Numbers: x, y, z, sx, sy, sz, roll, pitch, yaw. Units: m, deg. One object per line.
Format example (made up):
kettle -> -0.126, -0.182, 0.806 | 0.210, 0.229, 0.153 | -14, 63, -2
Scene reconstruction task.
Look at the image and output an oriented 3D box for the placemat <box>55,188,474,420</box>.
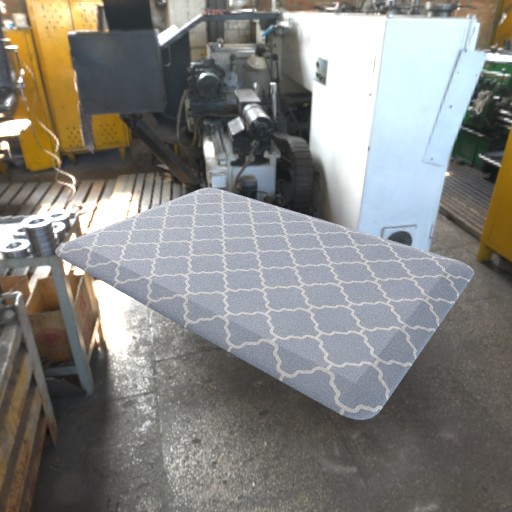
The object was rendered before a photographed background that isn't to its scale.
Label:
placemat -> 0.000, 0.000, 0.937 | 0.762, 0.021, 0.508 | 21, 36, 33
